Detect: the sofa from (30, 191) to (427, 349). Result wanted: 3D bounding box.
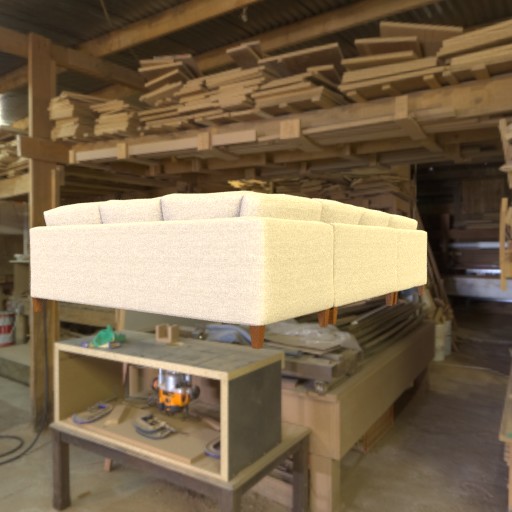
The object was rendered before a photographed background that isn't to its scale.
[{"bbox_3d":[0.000,0.000,4.614,2.594,0.961,3.460,1,2,36],"label":"sofa"}]
